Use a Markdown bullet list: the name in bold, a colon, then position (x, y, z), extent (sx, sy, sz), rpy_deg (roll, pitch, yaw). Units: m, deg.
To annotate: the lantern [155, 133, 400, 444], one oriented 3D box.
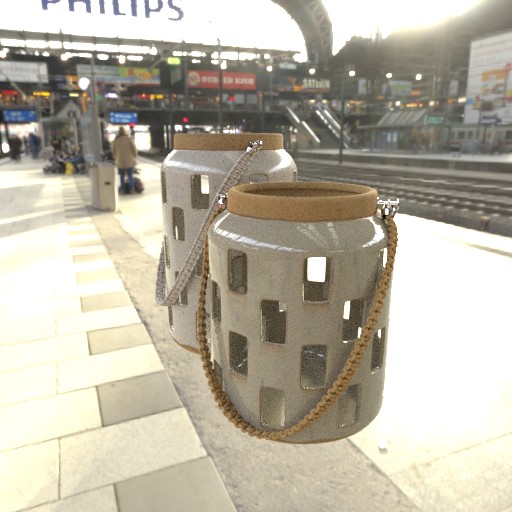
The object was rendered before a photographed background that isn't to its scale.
- **lantern**: position (0.000, 0.000, 0.477), extent (0.184, 0.255, 0.347), rpy_deg (-7, 16, -25)
